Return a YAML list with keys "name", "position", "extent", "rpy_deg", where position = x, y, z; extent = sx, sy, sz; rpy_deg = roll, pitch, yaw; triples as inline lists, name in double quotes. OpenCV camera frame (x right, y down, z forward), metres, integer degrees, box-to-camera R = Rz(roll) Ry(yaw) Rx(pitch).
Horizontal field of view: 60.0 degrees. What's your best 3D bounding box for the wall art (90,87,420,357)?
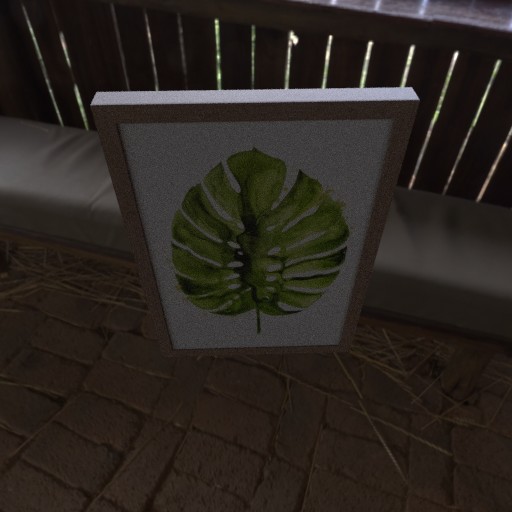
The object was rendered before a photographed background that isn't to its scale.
- name: "wall art"
  position: [0.000, 0.000, 0.675]
  extent: [0.358, 0.510, 0.032]
  rpy_deg: [-1, 46, -1]
